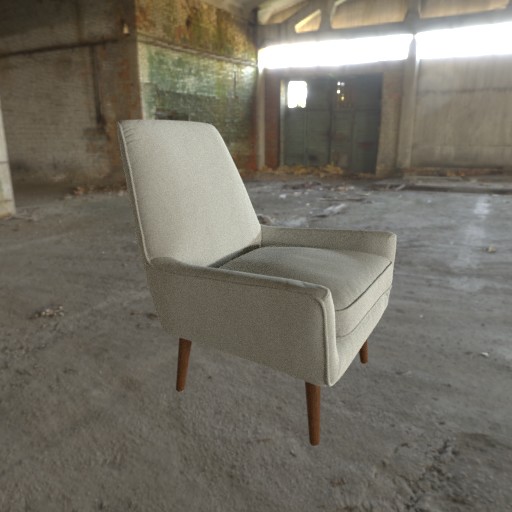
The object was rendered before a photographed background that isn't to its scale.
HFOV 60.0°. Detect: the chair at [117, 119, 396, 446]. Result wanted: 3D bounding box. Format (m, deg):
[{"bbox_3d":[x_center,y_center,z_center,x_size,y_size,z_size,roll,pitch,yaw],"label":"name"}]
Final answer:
[{"bbox_3d":[0.000,0.000,1.499,0.822,0.888,0.787,8,17,27],"label":"chair"}]
